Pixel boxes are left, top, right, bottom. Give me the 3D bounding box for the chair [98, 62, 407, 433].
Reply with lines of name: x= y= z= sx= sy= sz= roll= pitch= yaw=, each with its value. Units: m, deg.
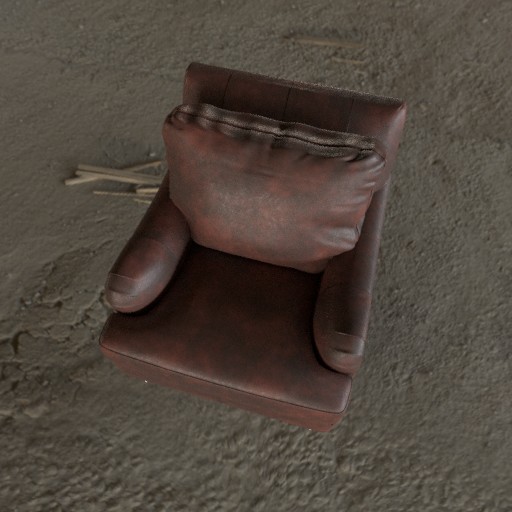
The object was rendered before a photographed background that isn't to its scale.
chair: x=0.000 y=0.000 z=1.879 sx=0.987 sy=1.051 sz=1.156 roll=14 pitch=59 yaw=8
